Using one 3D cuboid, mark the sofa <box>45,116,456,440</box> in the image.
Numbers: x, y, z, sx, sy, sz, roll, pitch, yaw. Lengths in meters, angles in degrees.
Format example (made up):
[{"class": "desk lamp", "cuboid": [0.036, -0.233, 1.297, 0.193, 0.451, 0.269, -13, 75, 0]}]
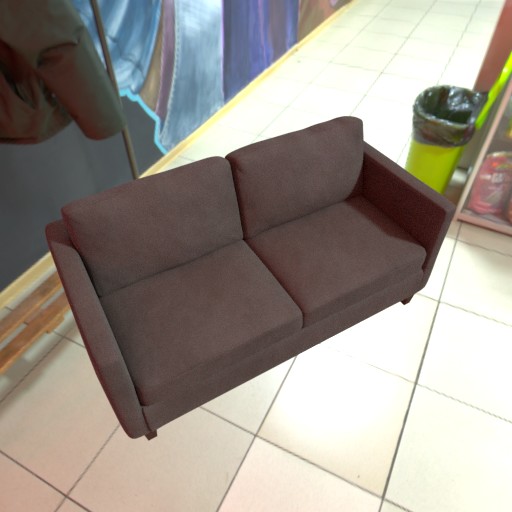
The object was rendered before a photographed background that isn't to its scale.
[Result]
[{"class": "sofa", "cuboid": [0.000, 0.000, 2.389, 1.884, 0.963, 0.950, -22, 49, -21]}]
